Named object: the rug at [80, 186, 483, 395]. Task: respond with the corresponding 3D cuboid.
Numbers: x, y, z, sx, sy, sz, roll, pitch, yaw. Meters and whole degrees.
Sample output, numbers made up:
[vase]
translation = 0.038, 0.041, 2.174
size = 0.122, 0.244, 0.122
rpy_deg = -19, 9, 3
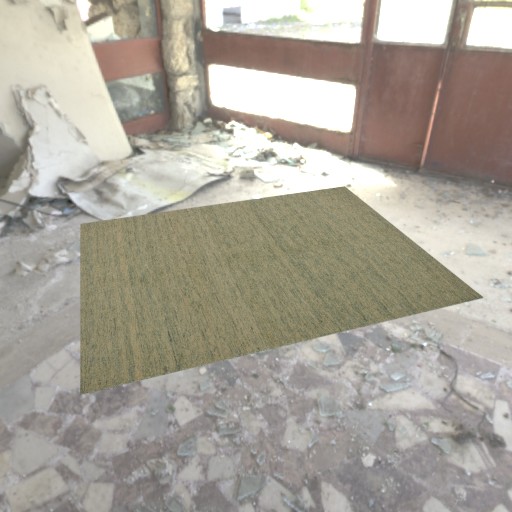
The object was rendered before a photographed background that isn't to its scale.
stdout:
[rug]
translation = 0.000, 0.000, 4.256
size = 3.201, 0.014, 2.437
rpy_deg = -10, 34, -16
